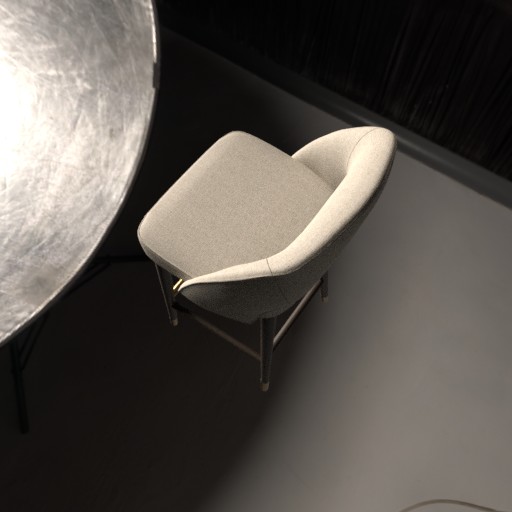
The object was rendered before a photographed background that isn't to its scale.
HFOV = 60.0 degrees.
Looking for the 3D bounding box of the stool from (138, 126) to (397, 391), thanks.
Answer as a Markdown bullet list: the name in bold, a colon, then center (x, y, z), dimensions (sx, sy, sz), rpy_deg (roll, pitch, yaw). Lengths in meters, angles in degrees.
- **stool**: center (0.000, 0.000, 1.298), dimensions (0.509, 1.037, 0.494), rpy_deg (33, 68, 15)
